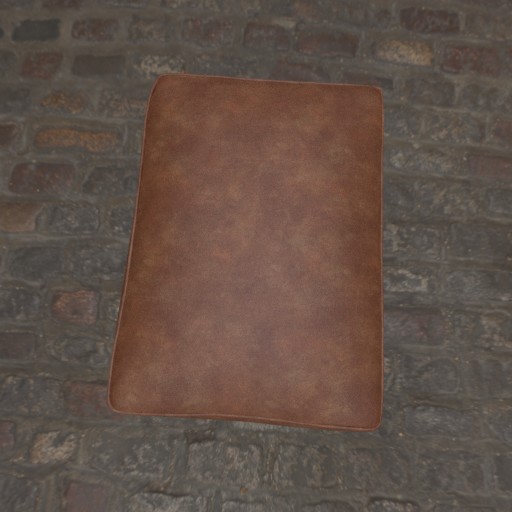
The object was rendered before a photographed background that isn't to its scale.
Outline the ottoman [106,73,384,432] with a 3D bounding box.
[{"bbox_3d":[0.000,0.000,0.972,0.501,0.418,0.665,4,76,1],"label":"ottoman"}]
